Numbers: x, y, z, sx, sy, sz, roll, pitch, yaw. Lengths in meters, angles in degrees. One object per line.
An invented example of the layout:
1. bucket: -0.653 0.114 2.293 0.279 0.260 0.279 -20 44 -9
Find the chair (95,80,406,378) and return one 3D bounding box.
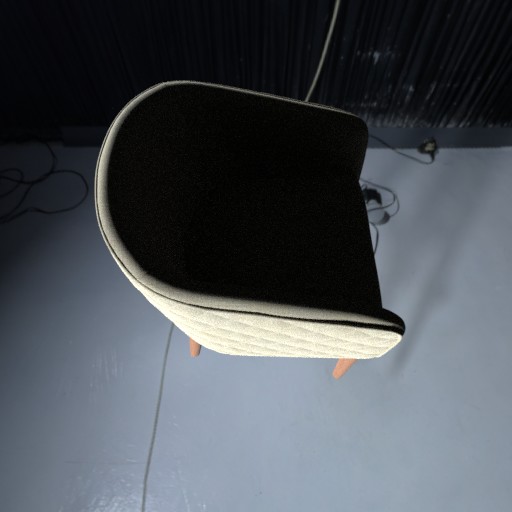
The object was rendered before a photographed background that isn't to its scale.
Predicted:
1. chair: 0.000 0.000 1.183 0.616 0.775 0.584 -1 62 -1
